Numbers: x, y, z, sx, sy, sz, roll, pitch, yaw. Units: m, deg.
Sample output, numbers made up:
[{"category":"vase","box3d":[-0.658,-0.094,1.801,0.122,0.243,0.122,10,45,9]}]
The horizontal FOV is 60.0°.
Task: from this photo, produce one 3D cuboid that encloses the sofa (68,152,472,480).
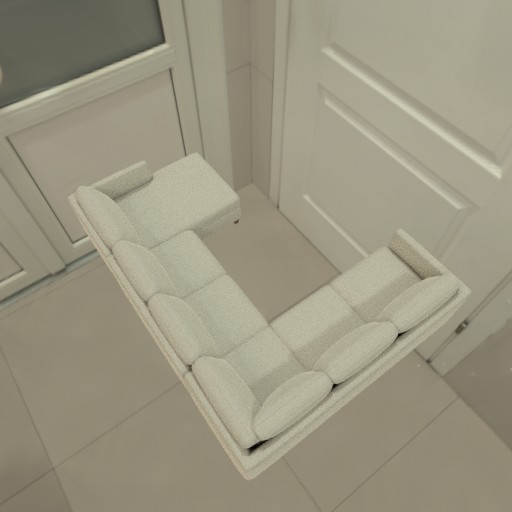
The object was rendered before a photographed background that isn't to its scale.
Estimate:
[{"category":"sofa","box3d":[0.000,0.000,4.512,2.551,0.853,3.238,-32,63,-19]}]
